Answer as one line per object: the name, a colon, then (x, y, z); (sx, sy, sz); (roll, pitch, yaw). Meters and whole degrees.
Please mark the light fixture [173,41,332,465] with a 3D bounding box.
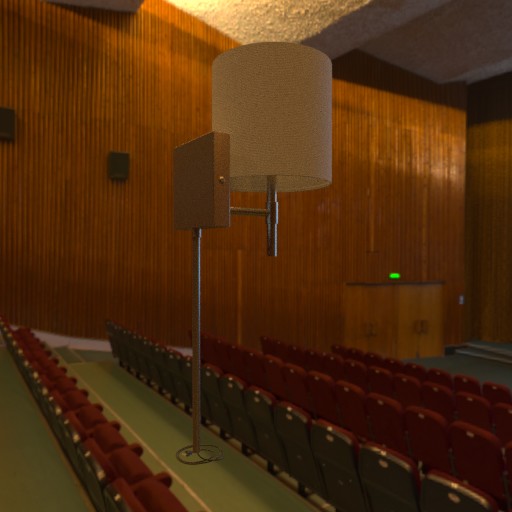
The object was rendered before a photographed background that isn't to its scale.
light fixture: (0.000, 0.000, 0.687); (0.248, 0.589, 0.188); (-1, 1, -35)
